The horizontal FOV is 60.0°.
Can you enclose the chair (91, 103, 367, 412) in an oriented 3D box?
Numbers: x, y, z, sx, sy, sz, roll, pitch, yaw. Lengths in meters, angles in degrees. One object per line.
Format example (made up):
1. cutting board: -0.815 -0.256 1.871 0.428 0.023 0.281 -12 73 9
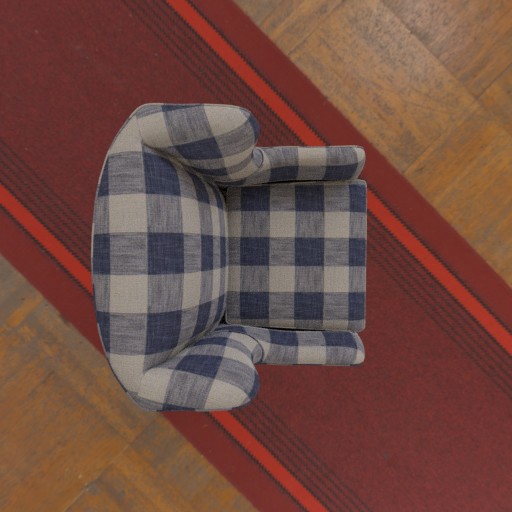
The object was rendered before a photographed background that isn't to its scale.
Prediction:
1. chair: 0.000 0.000 1.680 0.889 1.041 0.830 0 91 0
